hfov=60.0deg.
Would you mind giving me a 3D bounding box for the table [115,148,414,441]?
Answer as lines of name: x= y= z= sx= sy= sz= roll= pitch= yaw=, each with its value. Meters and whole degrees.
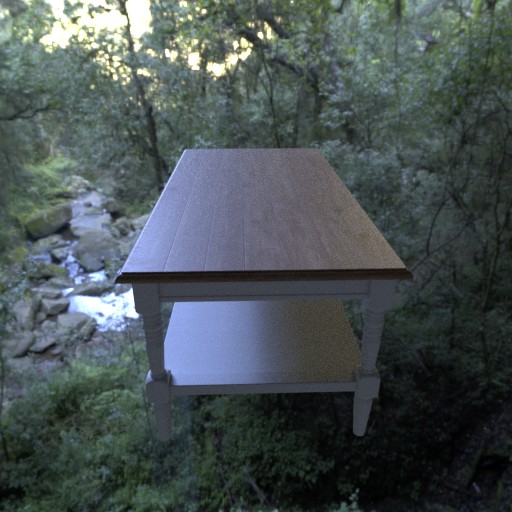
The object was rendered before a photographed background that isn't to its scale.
table: x=0.000 y=0.000 z=1.423 sx=0.559 sy=0.458 sz=1.118 roll=-1 pitch=25 yaw=-2
